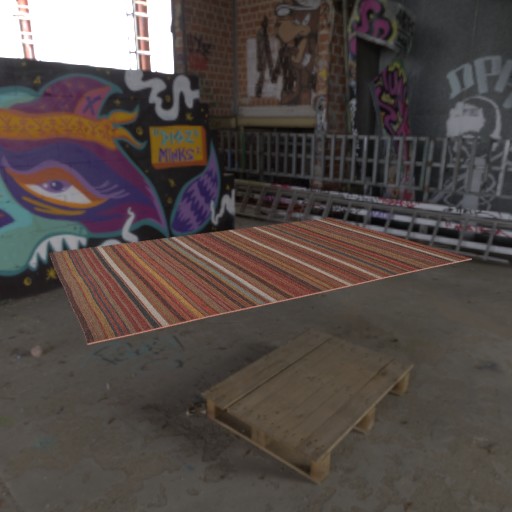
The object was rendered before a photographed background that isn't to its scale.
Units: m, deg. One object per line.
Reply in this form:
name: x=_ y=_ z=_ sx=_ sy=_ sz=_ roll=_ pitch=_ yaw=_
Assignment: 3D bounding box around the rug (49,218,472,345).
rug: x=0.000 y=0.000 z=3.005 sx=2.438 sy=0.008 sz=1.523 roll=-9 pitch=19 yaw=-28
